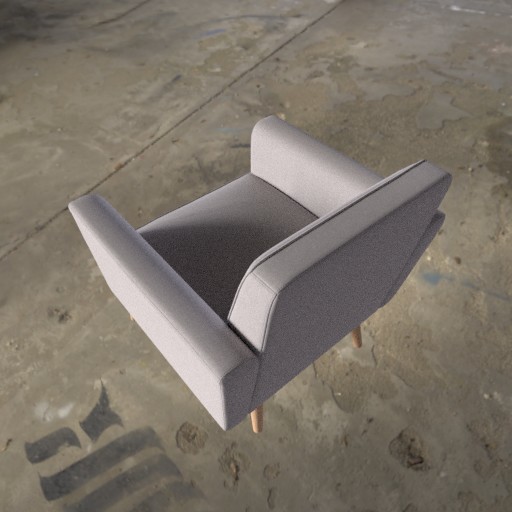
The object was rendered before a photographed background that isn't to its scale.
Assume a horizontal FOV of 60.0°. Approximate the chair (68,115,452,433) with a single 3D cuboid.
[{"bbox_3d":[0.000,0.000,1.350,0.780,0.780,0.750,-31,54,-27],"label":"chair"}]
